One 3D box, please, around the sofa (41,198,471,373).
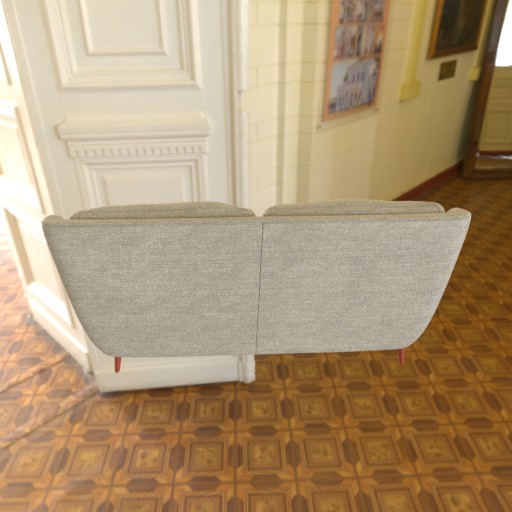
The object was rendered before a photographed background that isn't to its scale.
[{"bbox_3d":[0.000,0.000,2.436,1.930,0.897,0.976,-1,29,-2],"label":"sofa"}]
